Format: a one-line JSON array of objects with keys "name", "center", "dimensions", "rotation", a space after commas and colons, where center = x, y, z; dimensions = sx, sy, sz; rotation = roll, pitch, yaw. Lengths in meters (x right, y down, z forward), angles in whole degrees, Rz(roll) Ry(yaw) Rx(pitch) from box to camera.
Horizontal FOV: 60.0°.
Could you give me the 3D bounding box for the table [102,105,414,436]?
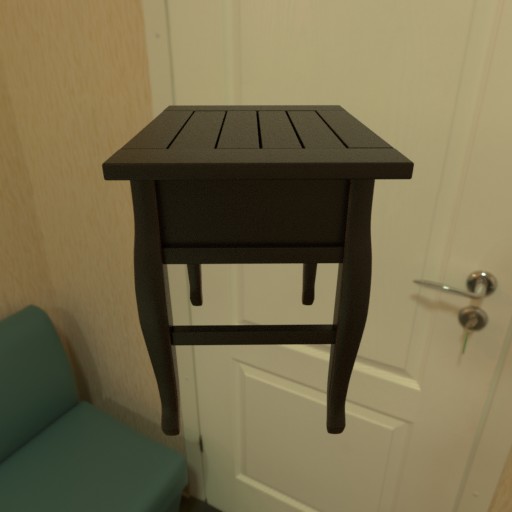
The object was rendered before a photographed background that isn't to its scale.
[{"name": "table", "center": [0.000, 0.000, 1.052], "dimensions": [0.460, 0.604, 0.602], "rotation": [0, 26, -1]}]
